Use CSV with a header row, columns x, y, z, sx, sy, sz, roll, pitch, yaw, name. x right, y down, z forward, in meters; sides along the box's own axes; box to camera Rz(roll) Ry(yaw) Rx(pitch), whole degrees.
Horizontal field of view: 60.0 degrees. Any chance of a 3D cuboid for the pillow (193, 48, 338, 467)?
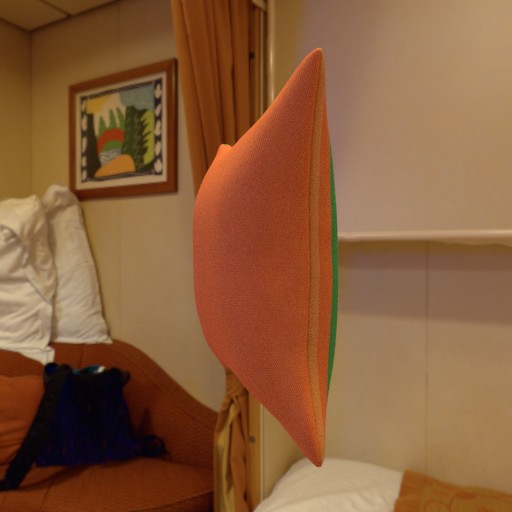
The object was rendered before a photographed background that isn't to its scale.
x,y,z,sx,sy,sz,roll,pitch,yaw,name
0.000,0.000,0.681,0.169,0.444,0.453,0,0,-17,pillow
